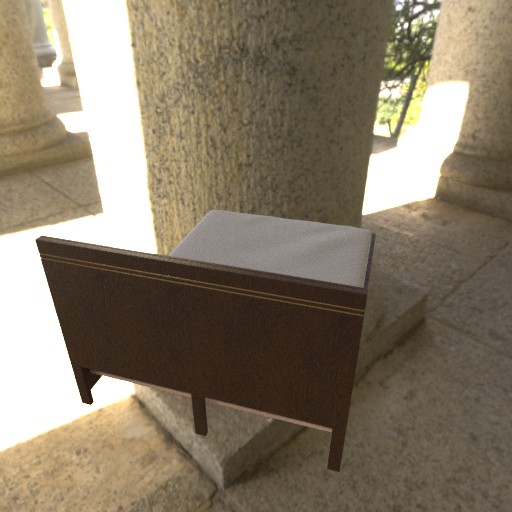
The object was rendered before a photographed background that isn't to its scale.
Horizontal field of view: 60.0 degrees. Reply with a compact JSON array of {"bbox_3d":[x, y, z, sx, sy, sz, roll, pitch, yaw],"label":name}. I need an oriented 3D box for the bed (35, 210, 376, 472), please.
[{"bbox_3d":[0.000,0.000,3.200,1.613,1.169,2.221,9,32,14],"label":"bed"}]
